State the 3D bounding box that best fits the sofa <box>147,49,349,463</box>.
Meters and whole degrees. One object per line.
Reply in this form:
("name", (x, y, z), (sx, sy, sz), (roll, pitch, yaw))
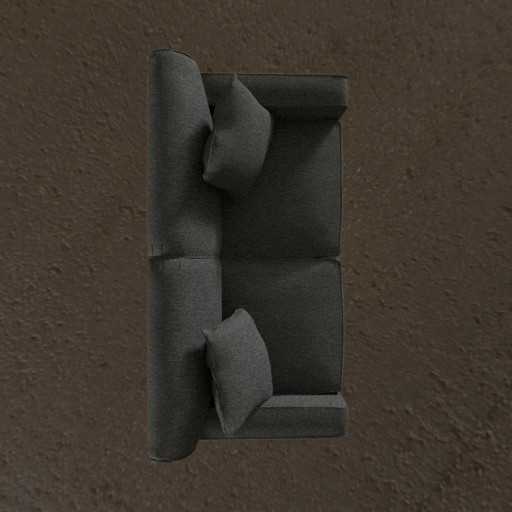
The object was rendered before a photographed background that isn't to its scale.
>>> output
("sofa", (0.000, 0.000, 2.377), (0.998, 0.958, 1.846), (0, 90, -2))
